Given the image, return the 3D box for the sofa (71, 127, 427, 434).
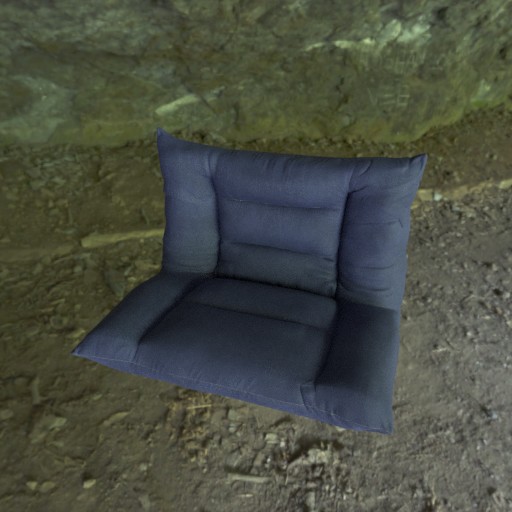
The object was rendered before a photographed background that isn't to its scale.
[{"bbox_3d":[0.000,0.000,1.664,1.122,0.778,0.849,9,28,17],"label":"sofa"}]
